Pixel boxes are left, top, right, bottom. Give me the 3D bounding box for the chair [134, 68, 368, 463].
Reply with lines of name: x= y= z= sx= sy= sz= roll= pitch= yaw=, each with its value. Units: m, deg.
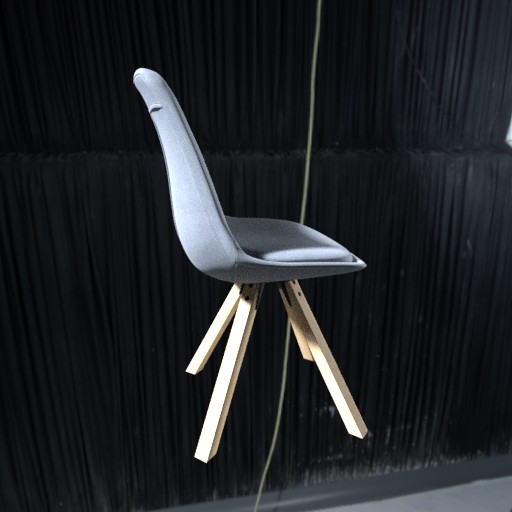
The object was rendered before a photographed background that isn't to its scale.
chair: x=0.000 y=0.000 z=1.147 sx=0.549 sy=0.863 sz=0.474 roll=-3 pitch=17 yaw=-11
